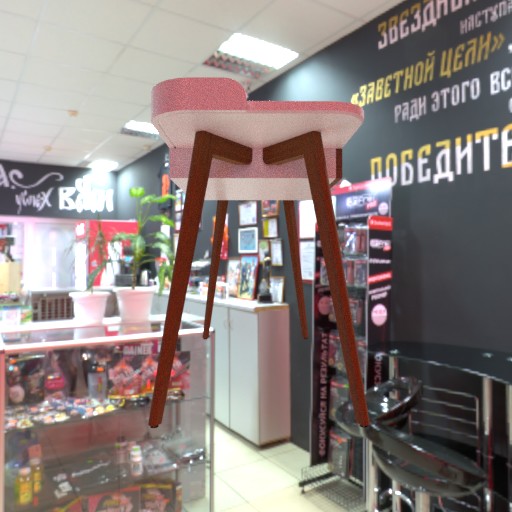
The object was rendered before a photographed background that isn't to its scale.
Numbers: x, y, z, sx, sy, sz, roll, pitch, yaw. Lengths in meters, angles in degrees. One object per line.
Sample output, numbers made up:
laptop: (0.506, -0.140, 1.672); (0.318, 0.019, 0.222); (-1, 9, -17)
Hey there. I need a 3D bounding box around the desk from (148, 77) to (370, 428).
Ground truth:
desk: (0.000, 0.000, 1.611); (0.534, 0.807, 1.206); (0, 0, -1)
